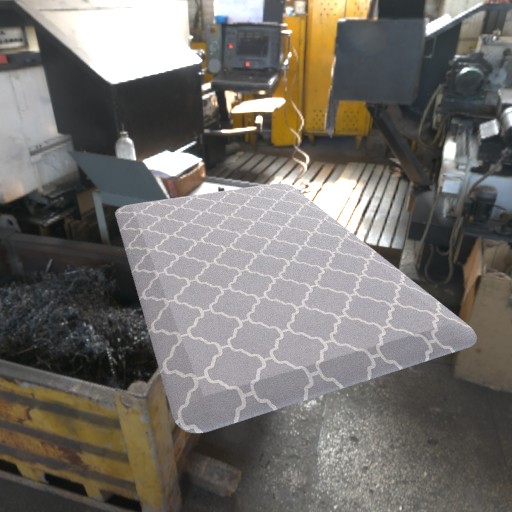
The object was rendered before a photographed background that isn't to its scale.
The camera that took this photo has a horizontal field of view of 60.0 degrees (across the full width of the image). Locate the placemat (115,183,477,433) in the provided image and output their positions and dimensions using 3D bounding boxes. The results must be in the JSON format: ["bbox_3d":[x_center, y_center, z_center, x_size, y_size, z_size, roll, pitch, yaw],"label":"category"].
[{"bbox_3d":[0.000,0.000,0.941,0.508,0.021,0.762,-11,32,-18],"label":"placemat"}]
